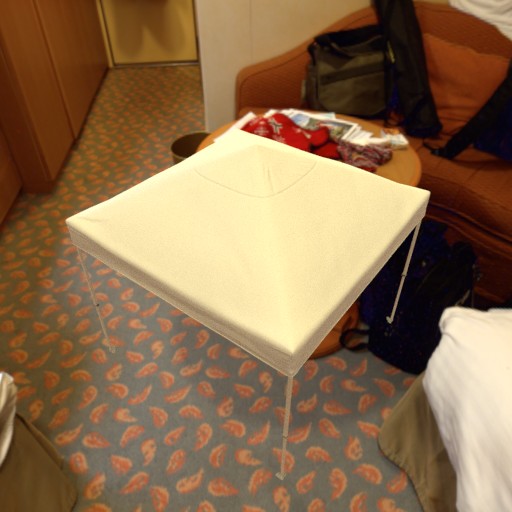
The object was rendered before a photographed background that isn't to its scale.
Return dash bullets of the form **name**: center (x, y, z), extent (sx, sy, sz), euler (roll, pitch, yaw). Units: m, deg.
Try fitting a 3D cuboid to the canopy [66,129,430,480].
- **canopy**: center (0.000, 0.000, 5.525), extent (2.998, 2.997, 2.996), euler (26, 46, 28)
